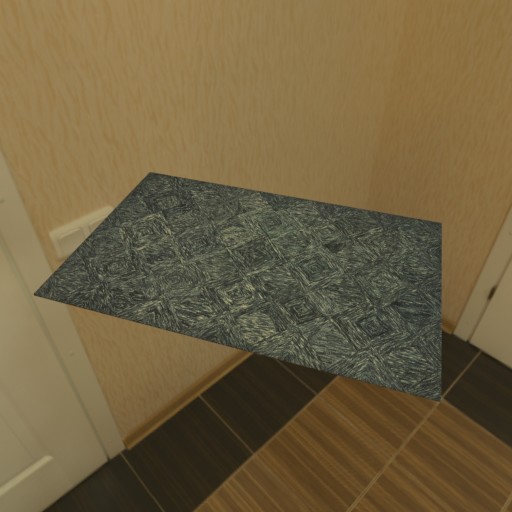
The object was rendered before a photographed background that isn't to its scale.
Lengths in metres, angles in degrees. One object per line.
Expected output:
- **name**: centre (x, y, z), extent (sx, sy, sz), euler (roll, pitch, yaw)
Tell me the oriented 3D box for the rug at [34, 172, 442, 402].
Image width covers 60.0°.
- **rug**: centre (0.000, 0.000, 2.916), extent (2.330, 0.017, 1.478), euler (12, 43, 13)
